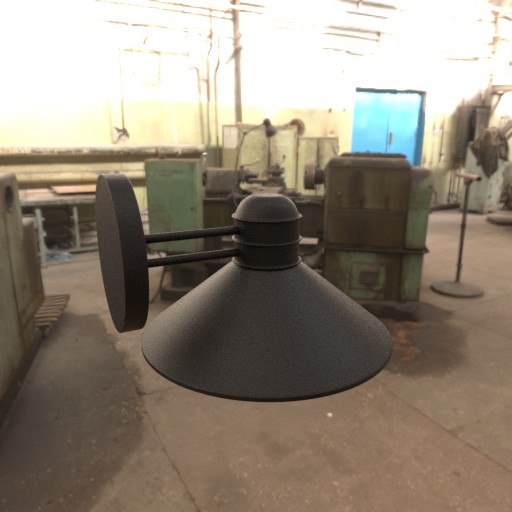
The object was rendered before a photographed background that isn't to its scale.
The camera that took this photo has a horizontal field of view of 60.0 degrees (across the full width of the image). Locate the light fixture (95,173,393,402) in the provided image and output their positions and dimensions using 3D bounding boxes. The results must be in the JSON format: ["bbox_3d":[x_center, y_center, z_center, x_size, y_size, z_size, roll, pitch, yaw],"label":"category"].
[{"bbox_3d":[0.000,0.000,0.683,0.434,0.265,0.396,-7,17,-26],"label":"light fixture"}]
